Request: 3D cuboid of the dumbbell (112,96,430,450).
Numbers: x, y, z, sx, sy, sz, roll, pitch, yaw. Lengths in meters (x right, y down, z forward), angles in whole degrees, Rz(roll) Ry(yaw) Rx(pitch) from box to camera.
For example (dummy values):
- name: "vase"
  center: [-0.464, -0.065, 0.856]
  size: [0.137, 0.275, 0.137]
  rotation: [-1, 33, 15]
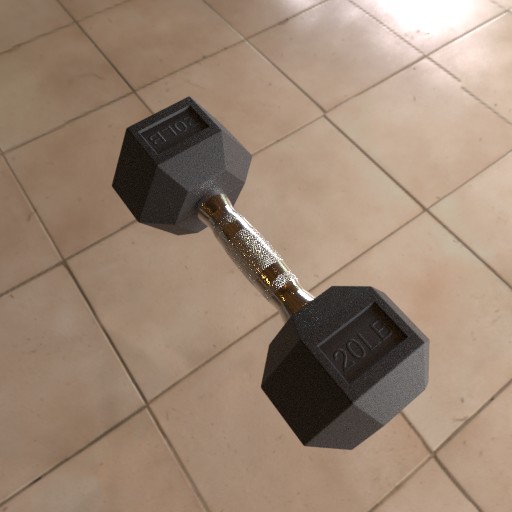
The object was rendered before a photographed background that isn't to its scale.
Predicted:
- name: "dumbbell"
  center: [0.000, 0.000, 0.348]
  size: [0.116, 0.101, 0.297]
  rotation: [-34, 67, -16]
